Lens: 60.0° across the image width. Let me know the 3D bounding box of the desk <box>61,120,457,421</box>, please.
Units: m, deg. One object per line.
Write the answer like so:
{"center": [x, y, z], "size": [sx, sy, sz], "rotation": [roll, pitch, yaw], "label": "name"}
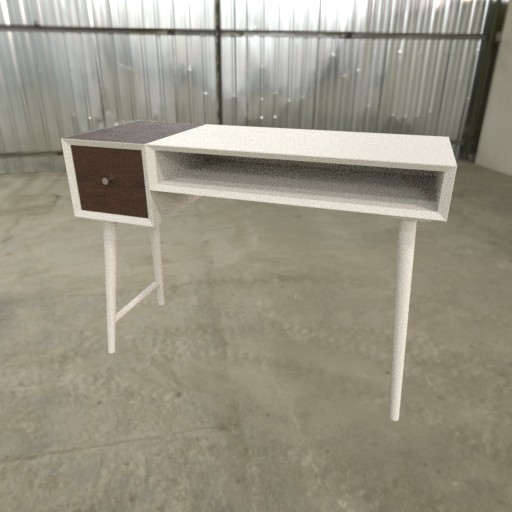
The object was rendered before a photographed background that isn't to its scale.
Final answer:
{"center": [0.000, 0.000, 1.456], "size": [1.069, 0.761, 0.409], "rotation": [8, 26, 17], "label": "desk"}
